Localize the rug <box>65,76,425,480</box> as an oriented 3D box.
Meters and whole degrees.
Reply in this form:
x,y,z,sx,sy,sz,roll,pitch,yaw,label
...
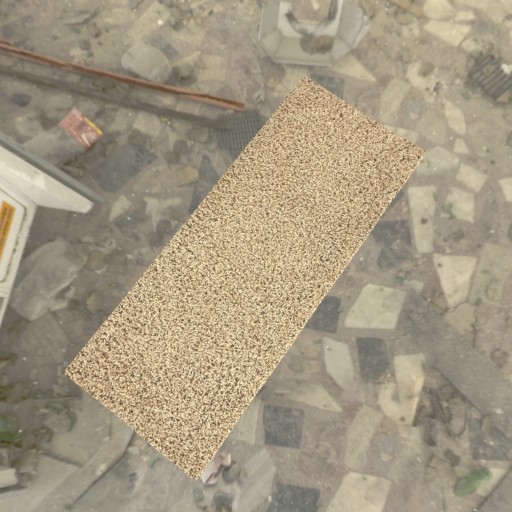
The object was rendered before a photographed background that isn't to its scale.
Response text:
x,y,z,sx,sy,sz,roll,pitch,yaw,label
0.000,0.000,1.708,0.609,0.030,1.524,35,79,8,rug
